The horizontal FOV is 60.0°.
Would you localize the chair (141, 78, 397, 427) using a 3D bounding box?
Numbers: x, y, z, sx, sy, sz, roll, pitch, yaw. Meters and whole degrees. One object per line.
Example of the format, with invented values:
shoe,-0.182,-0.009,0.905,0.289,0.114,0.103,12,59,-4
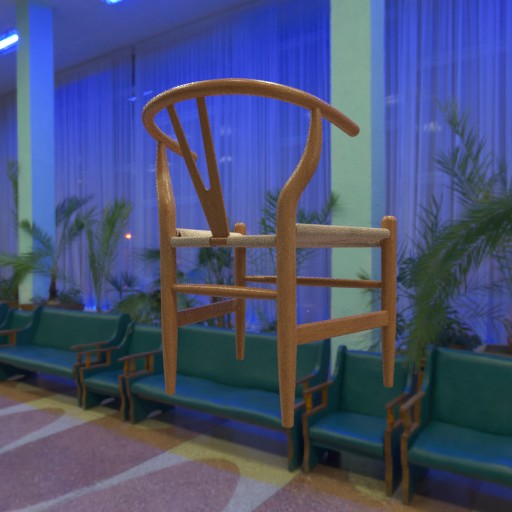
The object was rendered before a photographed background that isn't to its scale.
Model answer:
chair,0.000,0.000,1.173,0.569,0.730,0.579,1,1,36
